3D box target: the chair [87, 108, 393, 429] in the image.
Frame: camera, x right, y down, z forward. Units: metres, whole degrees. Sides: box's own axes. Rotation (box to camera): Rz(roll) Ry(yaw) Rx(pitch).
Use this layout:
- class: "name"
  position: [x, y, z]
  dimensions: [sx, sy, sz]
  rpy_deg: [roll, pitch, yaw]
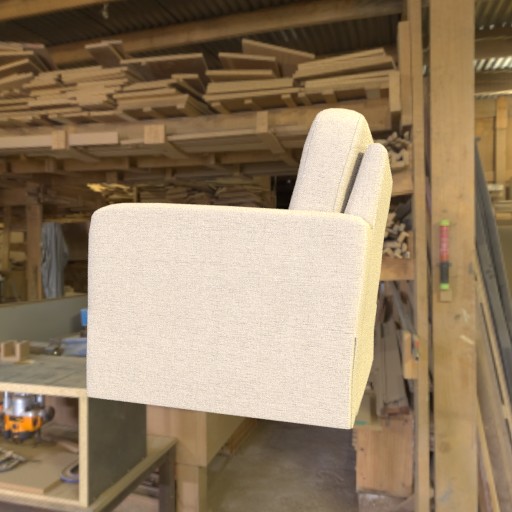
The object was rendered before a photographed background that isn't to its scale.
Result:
- class: "chair"
  position: [0.000, 0.000, 1.531]
  dimensions: [0.888, 0.827, 0.755]
  rpy_deg: [0, 1, 19]
